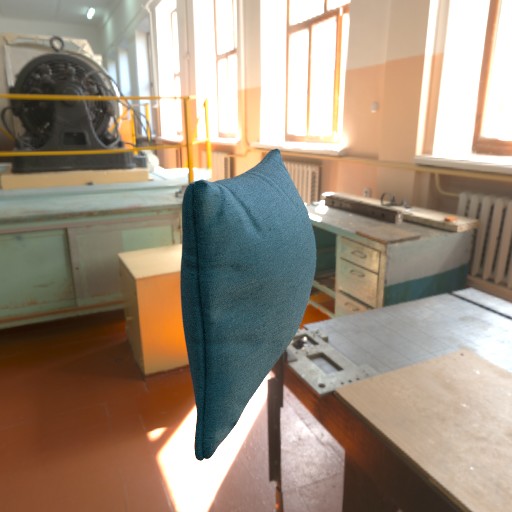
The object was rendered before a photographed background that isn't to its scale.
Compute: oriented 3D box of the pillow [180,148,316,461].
[{"bbox_3d":[0.000,0.000,0.782,0.210,0.338,0.633,3,17,9],"label":"pillow"}]
